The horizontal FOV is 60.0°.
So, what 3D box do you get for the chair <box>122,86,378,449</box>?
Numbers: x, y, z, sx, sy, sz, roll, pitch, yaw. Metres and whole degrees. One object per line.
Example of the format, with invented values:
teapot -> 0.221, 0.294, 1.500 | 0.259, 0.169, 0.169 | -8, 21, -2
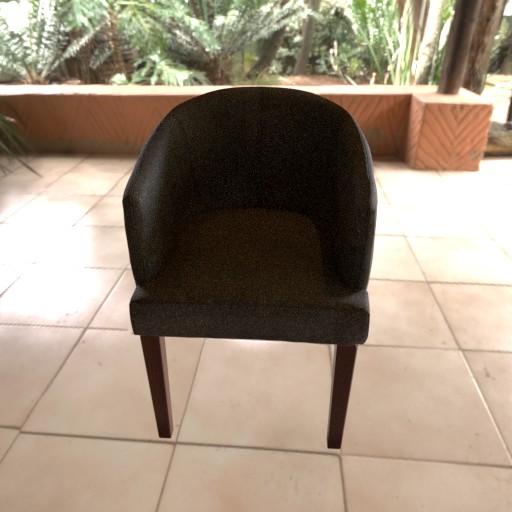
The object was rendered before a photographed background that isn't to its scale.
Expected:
chair -> 0.000, 0.000, 1.239 | 0.583, 0.811, 0.655 | 2, 29, 3
